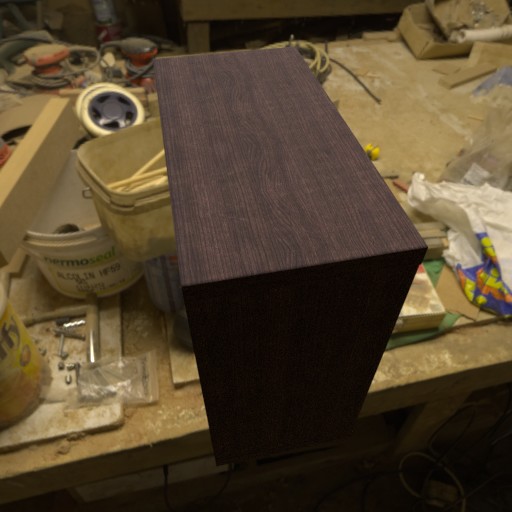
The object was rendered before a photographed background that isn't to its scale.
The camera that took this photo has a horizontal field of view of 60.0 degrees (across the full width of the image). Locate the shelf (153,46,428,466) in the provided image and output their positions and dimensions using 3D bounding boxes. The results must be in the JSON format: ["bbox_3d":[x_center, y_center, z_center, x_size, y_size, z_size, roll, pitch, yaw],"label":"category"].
[{"bbox_3d":[0.000,0.000,1.224,0.390,0.786,0.790,-9,48,-8],"label":"shelf"}]
